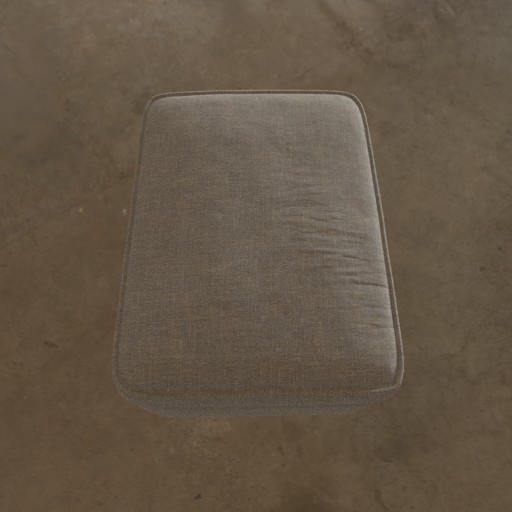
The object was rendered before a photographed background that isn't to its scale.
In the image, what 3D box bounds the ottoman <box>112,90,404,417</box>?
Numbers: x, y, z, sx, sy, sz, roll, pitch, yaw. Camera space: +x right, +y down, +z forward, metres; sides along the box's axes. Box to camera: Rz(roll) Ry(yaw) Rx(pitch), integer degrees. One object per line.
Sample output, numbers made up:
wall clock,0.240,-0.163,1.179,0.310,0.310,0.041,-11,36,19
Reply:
ottoman,0.000,0.000,1.132,0.559,0.457,0.762,-1,64,0
